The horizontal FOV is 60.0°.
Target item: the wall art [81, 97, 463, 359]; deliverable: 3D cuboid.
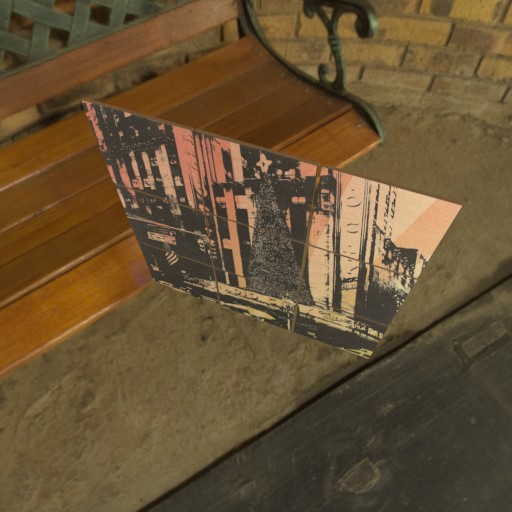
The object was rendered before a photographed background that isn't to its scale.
[{"bbox_3d":[0.000,0.000,1.387,0.919,0.917,0.010,18,59,11],"label":"wall art"}]
